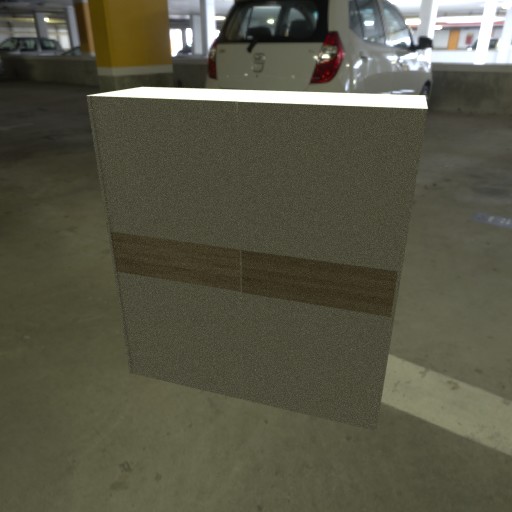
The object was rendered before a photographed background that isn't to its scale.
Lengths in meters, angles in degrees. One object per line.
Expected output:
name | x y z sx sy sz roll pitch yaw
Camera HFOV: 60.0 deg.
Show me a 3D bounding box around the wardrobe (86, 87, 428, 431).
wardrobe | 0.000 0.000 2.955 1.830 2.020 0.600 8 27 16
